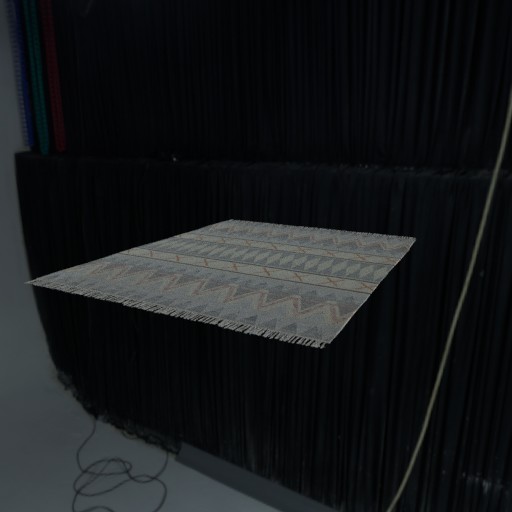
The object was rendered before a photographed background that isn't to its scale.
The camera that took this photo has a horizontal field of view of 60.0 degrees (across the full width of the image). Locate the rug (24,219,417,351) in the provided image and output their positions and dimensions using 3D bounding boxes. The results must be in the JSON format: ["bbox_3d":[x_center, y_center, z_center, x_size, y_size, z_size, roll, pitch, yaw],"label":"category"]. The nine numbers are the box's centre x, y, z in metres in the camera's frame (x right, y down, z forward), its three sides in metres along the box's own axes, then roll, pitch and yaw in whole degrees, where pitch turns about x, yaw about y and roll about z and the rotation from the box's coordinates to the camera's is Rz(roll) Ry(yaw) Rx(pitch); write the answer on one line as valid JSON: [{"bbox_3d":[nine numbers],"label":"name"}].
[{"bbox_3d":[0.000,0.000,4.039,2.371,0.012,3.000,8,17,27],"label":"rug"}]
